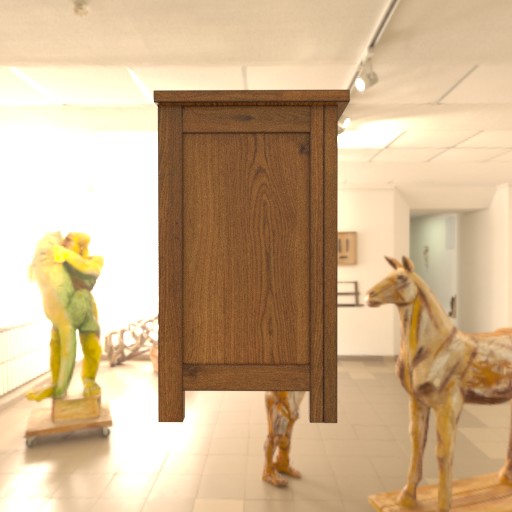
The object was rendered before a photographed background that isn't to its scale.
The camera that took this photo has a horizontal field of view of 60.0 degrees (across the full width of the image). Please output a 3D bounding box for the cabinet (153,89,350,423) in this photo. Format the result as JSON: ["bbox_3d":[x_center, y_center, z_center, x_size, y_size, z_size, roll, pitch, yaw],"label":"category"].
[{"bbox_3d":[0.000,0.000,1.807,0.480,0.813,1.474,0,0,1],"label":"cabinet"}]
